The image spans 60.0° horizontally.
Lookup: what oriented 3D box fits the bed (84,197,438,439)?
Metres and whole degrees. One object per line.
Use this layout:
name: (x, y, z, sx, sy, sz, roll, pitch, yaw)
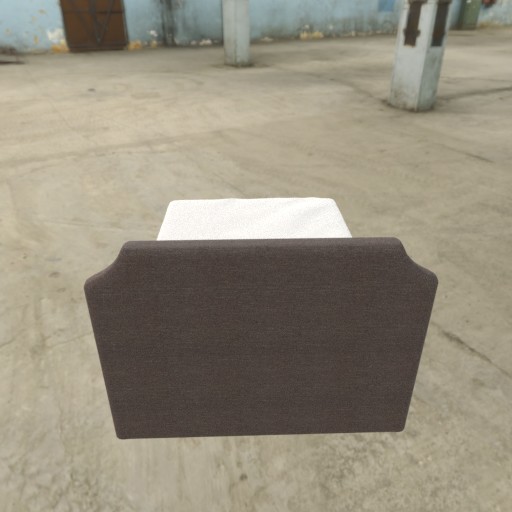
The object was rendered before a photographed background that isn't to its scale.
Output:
bed: (0.000, 0.000, 3.202, 1.693, 1.290, 2.116, -1, 30, -2)
